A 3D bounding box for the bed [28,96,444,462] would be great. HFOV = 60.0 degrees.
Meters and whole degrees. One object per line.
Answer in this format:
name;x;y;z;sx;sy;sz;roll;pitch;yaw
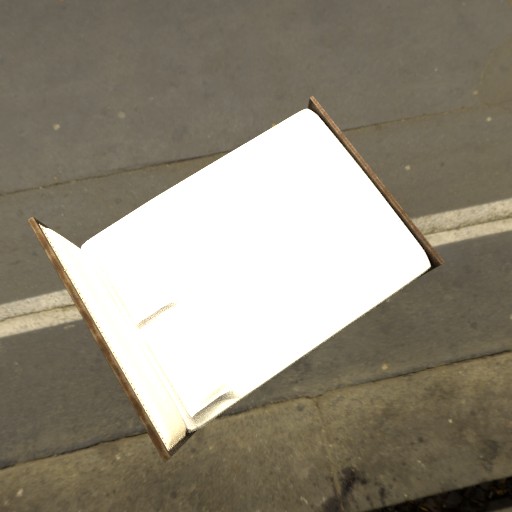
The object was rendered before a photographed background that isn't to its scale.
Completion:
bed;0.000;0.000;3.273;2.221;1.313;1.607;-33;78;-8
